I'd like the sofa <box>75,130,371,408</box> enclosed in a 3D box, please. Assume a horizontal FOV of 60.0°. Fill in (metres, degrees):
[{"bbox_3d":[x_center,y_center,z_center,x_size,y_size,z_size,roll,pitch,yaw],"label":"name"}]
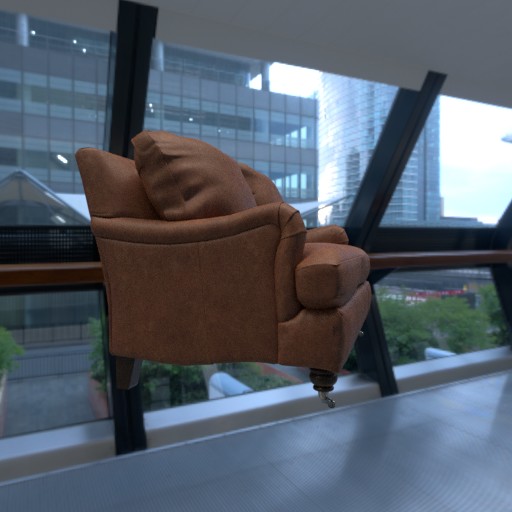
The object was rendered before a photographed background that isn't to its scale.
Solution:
[{"bbox_3d":[0.000,0.000,2.257,1.077,1.004,1.527,0,1,18],"label":"sofa"}]
